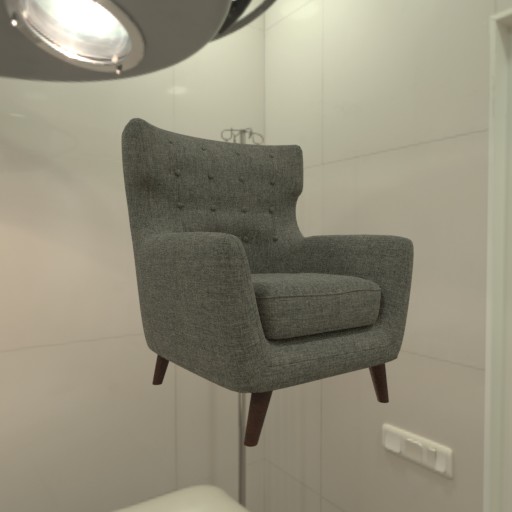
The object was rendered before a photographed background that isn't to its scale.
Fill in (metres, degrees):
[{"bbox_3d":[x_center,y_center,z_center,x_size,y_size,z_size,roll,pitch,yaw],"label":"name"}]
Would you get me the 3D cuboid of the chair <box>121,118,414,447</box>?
[{"bbox_3d":[0.000,0.000,1.764,0.878,1.063,0.904,-1,2,-36],"label":"chair"}]
